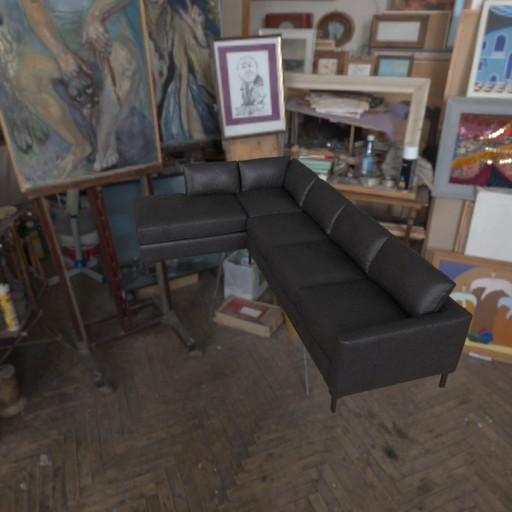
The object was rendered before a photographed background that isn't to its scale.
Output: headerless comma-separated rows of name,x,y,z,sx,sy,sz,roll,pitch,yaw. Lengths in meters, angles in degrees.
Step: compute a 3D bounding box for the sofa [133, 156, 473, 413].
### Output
sofa,0.000,0.000,3.840,1.938,0.877,2.984,-8,30,-14
